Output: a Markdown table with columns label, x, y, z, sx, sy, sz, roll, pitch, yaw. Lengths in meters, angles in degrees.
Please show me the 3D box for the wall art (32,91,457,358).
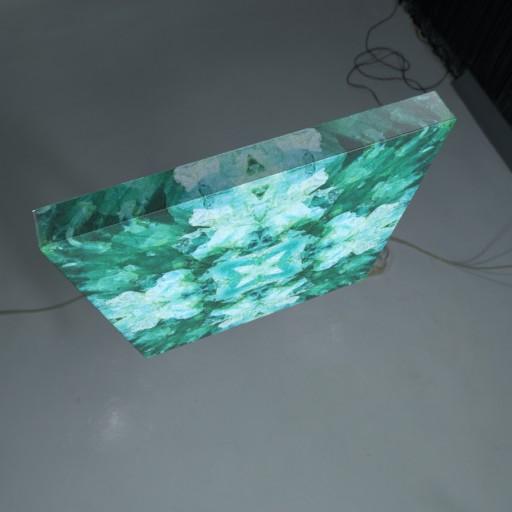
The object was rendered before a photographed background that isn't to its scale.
| label | x | y | z | sx | sy | sz | roll | pitch | yaw |
| --- | --- | --- | --- | --- | --- | --- | --- | --- | --- |
| wall art | 0.000 | 0.000 | 0.457 | 0.313 | 0.313 | 0.033 | -19 | 66 | -9 |
